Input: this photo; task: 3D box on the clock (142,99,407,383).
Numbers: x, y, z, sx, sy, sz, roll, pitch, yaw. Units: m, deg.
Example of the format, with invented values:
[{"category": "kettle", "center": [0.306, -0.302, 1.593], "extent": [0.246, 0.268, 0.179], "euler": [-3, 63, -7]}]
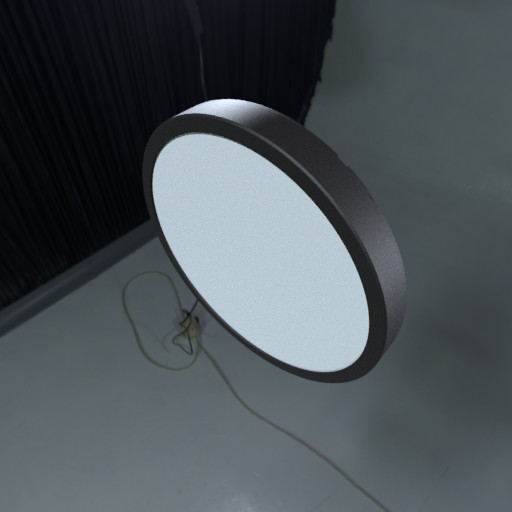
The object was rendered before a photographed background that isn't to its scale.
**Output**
[{"category": "clock", "center": [0.000, 0.000, 0.428], "extent": [0.293, 0.293, 0.040], "euler": [32, 54, 27]}]
